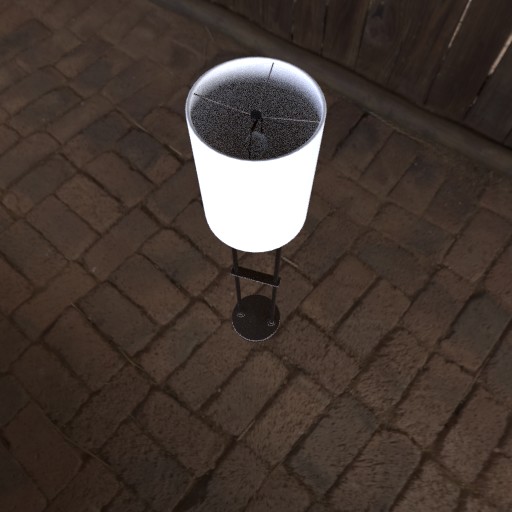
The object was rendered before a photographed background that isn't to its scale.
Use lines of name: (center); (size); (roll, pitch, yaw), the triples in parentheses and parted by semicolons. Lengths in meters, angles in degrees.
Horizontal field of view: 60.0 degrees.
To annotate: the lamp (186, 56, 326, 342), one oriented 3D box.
lamp: (0.000, 0.000, 1.638); (0.306, 1.500, 0.305); (15, 65, 7)
